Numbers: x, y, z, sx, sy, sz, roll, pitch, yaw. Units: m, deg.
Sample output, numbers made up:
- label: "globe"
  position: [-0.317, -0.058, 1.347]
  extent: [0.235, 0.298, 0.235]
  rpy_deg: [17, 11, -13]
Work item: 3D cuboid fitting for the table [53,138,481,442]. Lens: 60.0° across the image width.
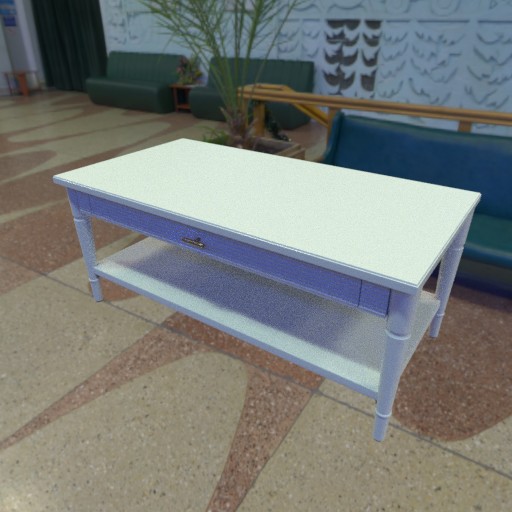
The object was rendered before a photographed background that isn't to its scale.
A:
- label: "table"
  position: [0.000, 0.000, 1.345]
  extent: [1.067, 0.457, 0.559]
  rpy_deg: [18, 33, 30]
